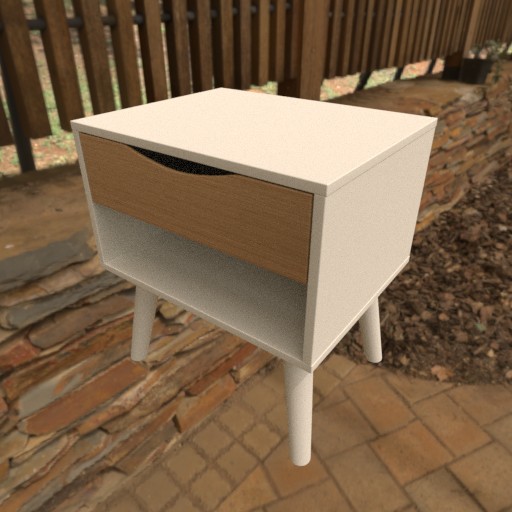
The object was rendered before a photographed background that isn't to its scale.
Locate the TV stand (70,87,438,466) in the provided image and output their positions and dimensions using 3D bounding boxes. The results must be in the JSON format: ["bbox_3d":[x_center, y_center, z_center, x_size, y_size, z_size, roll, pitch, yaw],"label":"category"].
[{"bbox_3d":[0.000,0.000,0.923,0.508,0.559,0.405,21,36,31],"label":"TV stand"}]
